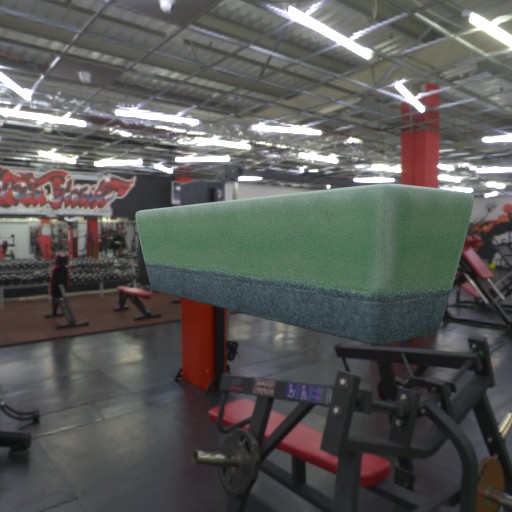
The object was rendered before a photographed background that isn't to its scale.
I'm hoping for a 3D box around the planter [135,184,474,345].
[{"bbox_3d":[0.000,0.000,0.308,0.072,0.072,0.275,-2,3,-36],"label":"planter"}]
